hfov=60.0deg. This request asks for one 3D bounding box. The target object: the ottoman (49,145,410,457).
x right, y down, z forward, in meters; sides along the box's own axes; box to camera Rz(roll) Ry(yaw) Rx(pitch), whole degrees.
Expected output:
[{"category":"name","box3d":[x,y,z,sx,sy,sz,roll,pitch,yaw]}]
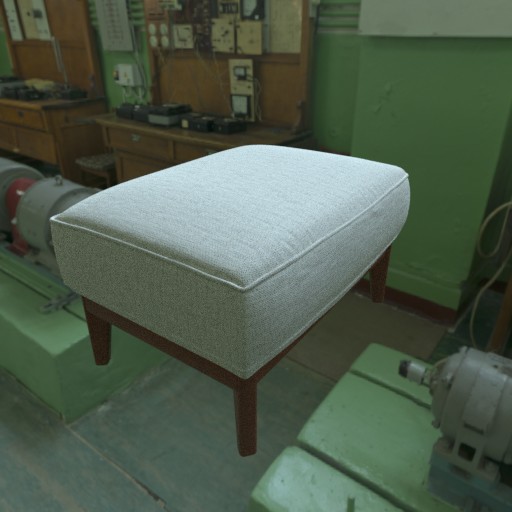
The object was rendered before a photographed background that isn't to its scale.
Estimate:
[{"category":"ottoman","box3d":[0.000,0.000,1.173,0.594,0.465,0.794,18,32,31]}]
